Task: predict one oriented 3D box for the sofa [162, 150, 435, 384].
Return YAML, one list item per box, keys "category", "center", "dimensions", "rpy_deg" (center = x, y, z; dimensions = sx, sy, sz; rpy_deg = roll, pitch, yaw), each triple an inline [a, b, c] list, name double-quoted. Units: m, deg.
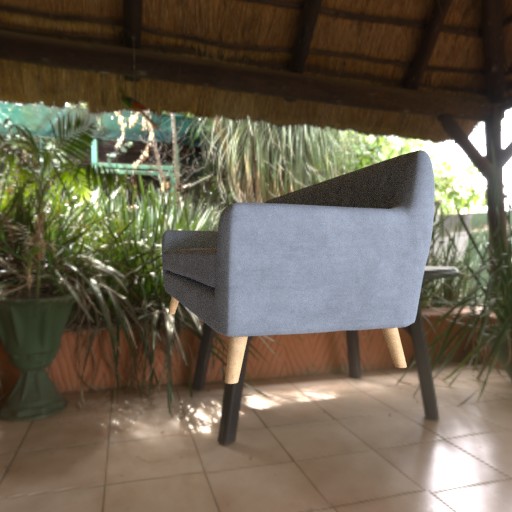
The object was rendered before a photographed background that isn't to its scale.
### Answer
- category: "sofa"
  center: [0.000, 0.000, 2.405]
  dimensions: [0.830, 0.830, 1.970]
  rpy_deg: [0, 1, -17]
